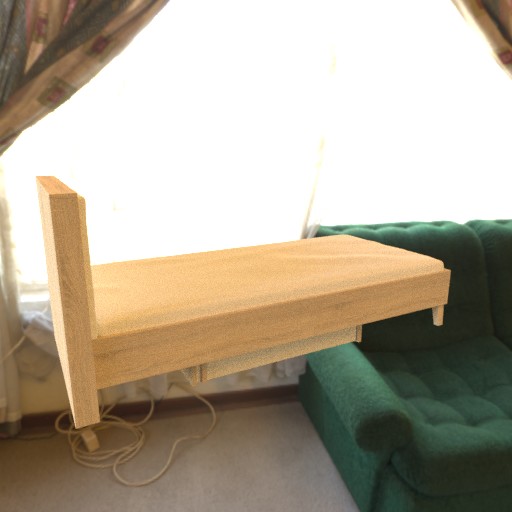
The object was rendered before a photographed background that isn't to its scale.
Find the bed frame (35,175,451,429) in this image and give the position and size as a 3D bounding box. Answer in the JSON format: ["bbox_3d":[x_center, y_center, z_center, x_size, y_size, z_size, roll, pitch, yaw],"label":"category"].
[{"bbox_3d":[0.000,0.000,2.542,2.140,0.920,0.990,-8,16,-27],"label":"bed frame"}]
